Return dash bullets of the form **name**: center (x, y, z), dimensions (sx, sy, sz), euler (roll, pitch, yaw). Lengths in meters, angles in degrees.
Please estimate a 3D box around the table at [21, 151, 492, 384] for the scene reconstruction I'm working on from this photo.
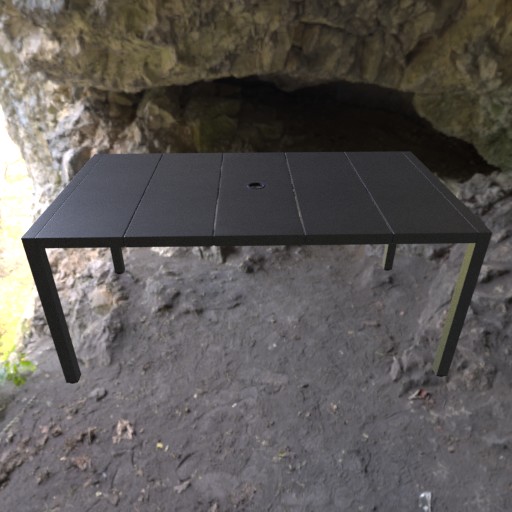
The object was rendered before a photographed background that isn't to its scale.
- **table**: center (0.000, 0.000, 2.154), dimensions (1.680, 0.735, 0.914), euler (-1, 31, -1)
